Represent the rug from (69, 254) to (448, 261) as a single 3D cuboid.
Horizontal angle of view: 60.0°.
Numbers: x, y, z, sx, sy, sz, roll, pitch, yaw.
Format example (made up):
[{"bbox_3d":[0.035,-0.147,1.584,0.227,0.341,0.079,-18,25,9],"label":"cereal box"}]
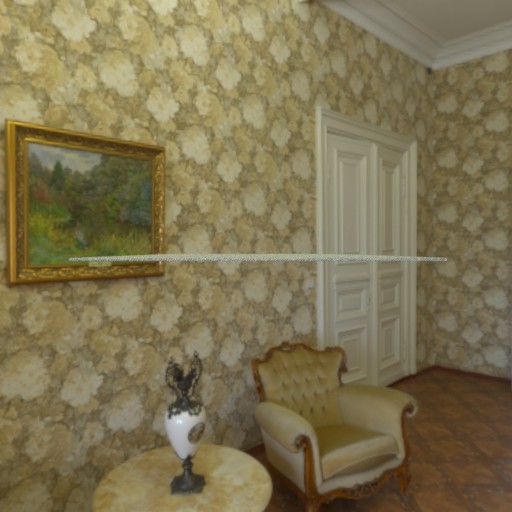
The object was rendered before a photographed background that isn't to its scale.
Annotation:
[{"bbox_3d":[0.000,0.000,2.937,1.547,0.013,2.283,0,1,0],"label":"rug"}]
